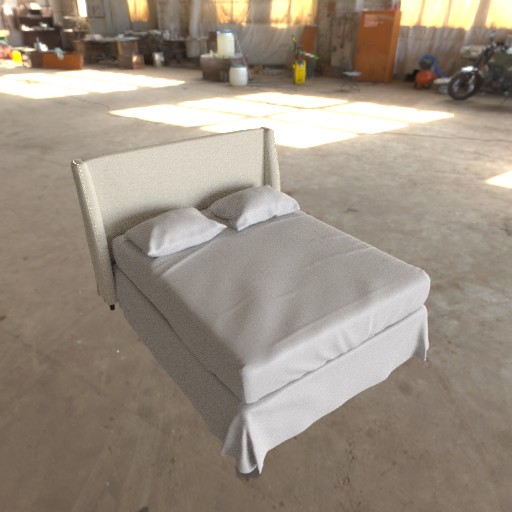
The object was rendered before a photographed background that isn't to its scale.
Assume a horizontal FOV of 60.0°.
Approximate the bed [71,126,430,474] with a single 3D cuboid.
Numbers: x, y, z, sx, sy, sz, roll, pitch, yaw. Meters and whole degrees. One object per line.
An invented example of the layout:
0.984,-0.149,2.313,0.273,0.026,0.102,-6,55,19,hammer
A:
0.000,0.000,3.423,1.925,1.332,2.276,-20,35,-31,bed
